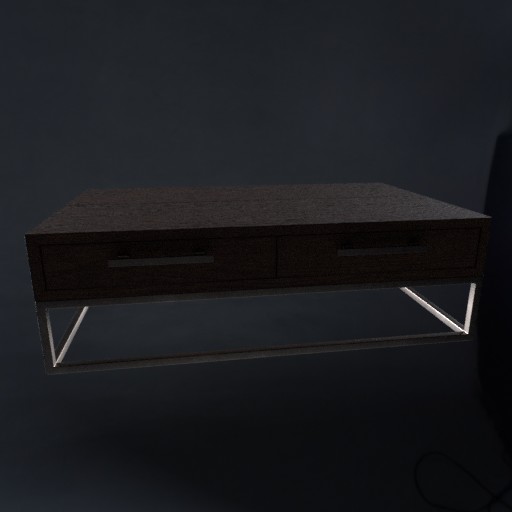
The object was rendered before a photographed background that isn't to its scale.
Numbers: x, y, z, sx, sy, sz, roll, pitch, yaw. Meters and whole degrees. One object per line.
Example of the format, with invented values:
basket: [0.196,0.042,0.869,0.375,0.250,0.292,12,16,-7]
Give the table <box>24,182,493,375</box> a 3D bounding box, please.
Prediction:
table: [0.000,0.000,1.459,1.167,0.361,0.719,-3,17,-9]
